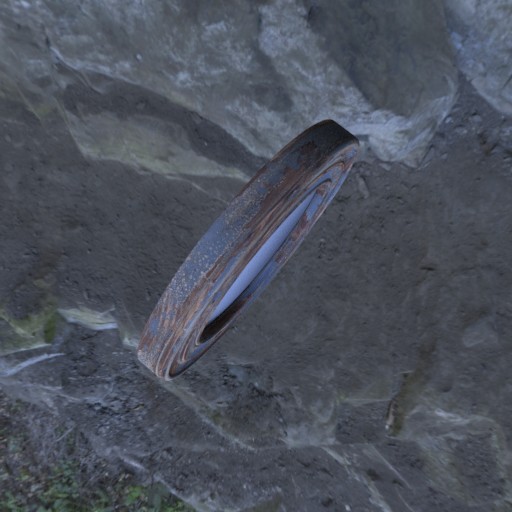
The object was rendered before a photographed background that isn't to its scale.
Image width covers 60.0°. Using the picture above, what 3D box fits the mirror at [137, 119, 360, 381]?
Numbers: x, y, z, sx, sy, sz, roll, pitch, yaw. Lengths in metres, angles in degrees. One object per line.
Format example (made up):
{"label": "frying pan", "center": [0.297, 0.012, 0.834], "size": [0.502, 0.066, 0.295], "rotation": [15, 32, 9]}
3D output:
{"label": "mirror", "center": [0.000, 0.000, 0.884], "size": [0.061, 0.585, 0.585], "rotation": [39, 80, 9]}
